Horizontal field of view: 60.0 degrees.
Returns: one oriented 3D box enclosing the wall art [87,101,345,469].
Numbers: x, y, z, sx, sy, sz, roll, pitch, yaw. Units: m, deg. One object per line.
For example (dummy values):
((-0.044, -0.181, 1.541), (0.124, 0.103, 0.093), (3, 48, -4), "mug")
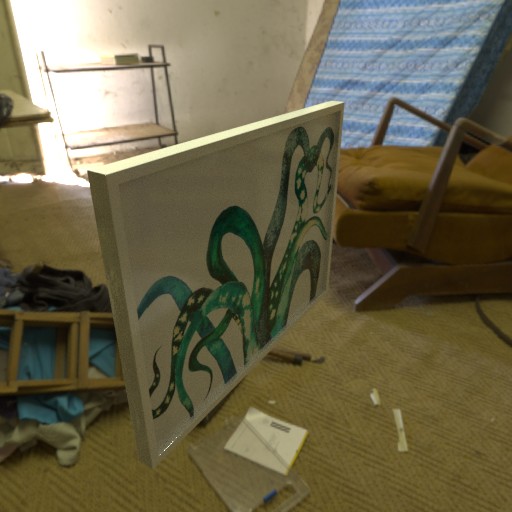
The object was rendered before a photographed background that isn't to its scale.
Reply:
((0.000, 0.000, 1.367), (0.053, 0.787, 1.041), (17, 32, 30), "wall art")
